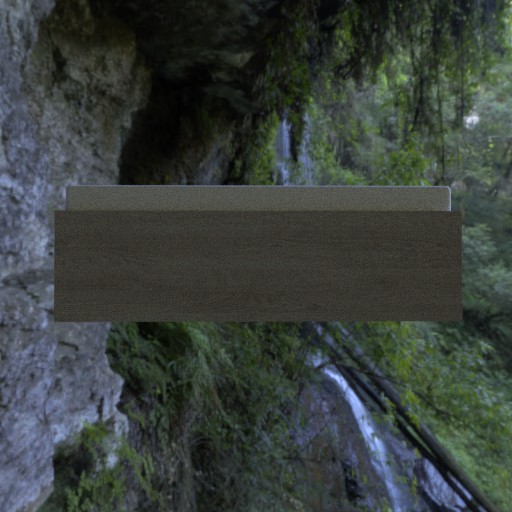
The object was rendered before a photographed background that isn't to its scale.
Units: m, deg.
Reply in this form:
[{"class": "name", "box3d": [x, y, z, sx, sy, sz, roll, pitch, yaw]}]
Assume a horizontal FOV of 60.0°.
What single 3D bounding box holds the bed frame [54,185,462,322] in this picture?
[{"class": "bed frame", "box3d": [0.000, 0.000, 2.546, 1.448, 0.490, 1.944, 0, -1, -1]}]
